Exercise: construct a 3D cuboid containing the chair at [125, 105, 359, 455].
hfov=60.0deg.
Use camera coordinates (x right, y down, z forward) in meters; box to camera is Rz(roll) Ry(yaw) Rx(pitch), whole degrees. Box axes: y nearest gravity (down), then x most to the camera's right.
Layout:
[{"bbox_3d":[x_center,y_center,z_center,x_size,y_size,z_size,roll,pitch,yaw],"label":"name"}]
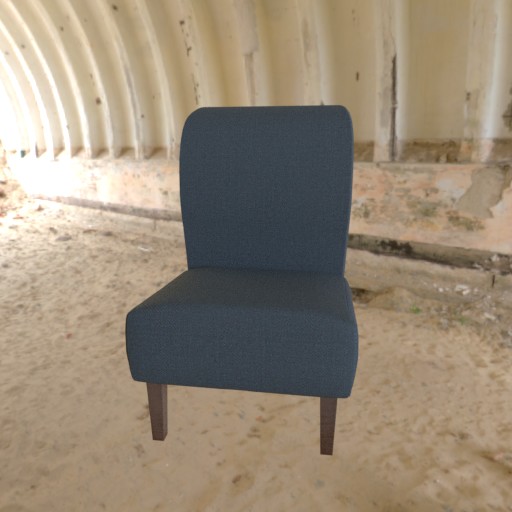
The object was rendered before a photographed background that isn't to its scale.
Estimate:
[{"bbox_3d":[0.000,0.000,1.171,0.513,0.804,0.592,2,13,7],"label":"chair"}]
